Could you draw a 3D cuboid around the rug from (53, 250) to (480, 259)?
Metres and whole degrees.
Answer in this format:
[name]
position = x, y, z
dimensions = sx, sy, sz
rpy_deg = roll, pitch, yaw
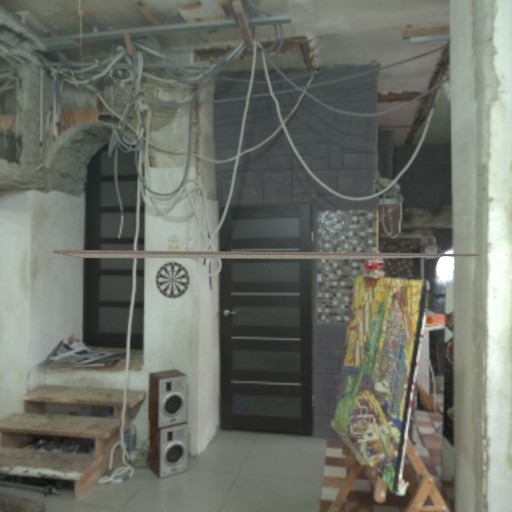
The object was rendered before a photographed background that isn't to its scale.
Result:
[rug]
position = 0.000, 0.000, 2.137
dimensions = 1.677, 0.011, 1.066
rpy_deg = 0, -1, -18
